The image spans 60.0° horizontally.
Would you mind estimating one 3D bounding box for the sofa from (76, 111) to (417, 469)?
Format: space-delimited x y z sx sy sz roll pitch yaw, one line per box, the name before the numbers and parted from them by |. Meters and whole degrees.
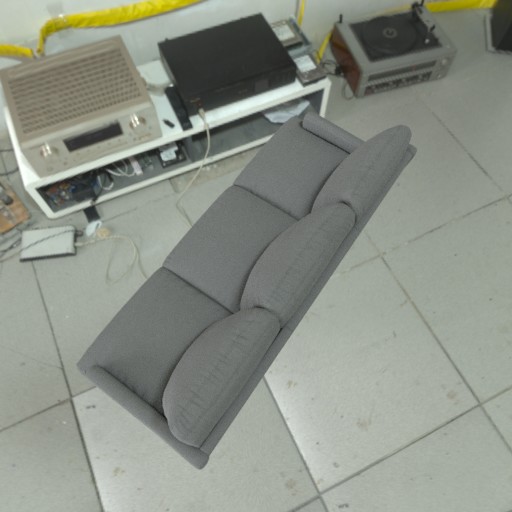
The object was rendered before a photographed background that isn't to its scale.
sofa | 0.000 0.000 2.816 0.987 0.926 2.344 32 68 15
